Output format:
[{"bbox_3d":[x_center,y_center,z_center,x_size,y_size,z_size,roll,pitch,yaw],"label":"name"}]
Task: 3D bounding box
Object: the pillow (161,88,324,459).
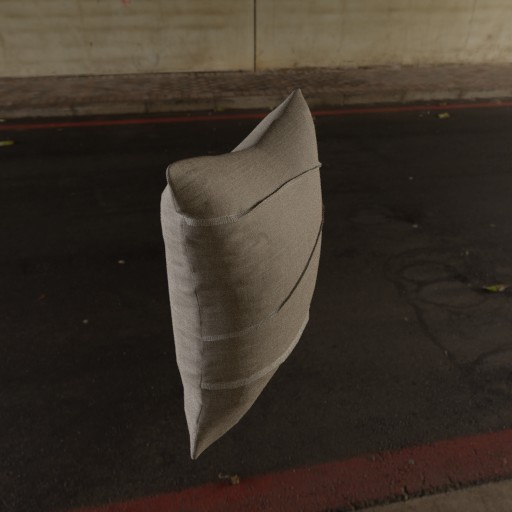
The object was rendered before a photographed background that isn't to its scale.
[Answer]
[{"bbox_3d":[0.000,0.000,0.647,0.169,0.400,0.424,11,32,18],"label":"pillow"}]
